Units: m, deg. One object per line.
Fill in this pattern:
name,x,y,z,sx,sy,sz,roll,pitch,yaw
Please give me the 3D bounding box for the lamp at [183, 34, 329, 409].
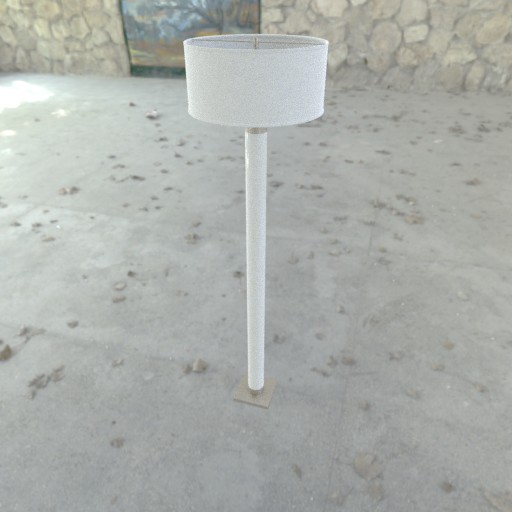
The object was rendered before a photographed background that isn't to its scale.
lamp,0.000,0.000,1.662,0.420,1.475,0.420,9,33,15
